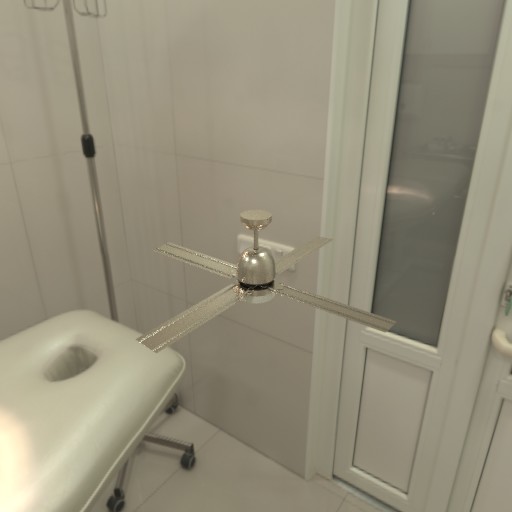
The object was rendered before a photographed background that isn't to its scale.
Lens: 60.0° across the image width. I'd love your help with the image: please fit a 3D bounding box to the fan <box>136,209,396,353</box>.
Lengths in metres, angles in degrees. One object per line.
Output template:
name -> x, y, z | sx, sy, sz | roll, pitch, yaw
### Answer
fan -> 0.000, 0.000, 2.072 | 1.346, 0.406, 1.346 | 17, 29, 32
